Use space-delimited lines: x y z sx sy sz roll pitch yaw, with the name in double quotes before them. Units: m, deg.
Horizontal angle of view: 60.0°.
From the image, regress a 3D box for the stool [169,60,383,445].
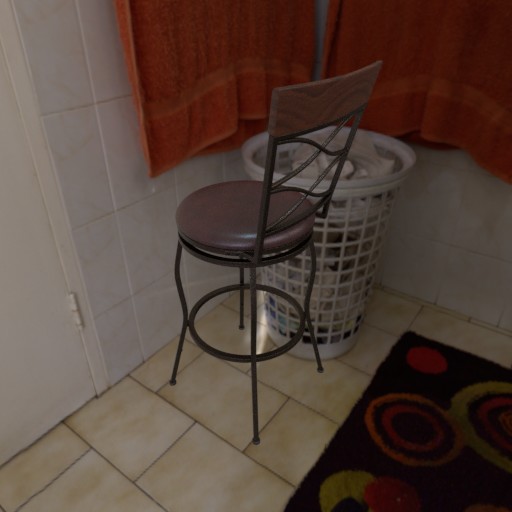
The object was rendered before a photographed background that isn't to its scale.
"stool" 0.000 0.000 1.398 0.513 1.130 0.448 23 38 32
